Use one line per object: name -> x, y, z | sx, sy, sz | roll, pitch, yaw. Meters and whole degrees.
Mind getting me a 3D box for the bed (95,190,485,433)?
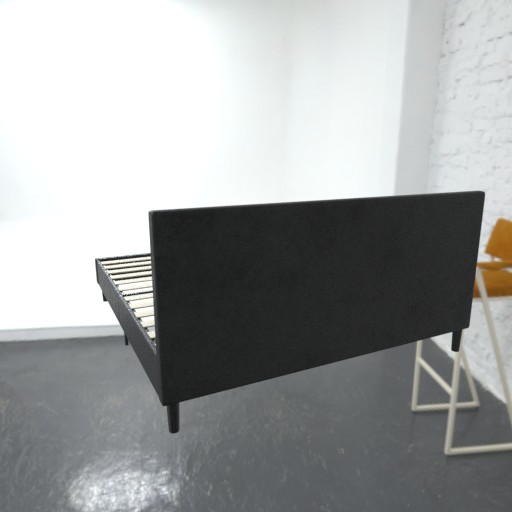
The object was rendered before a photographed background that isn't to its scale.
bed -> 0.000, 0.000, 3.276 | 2.018, 1.046, 2.152 | -7, 15, -26
